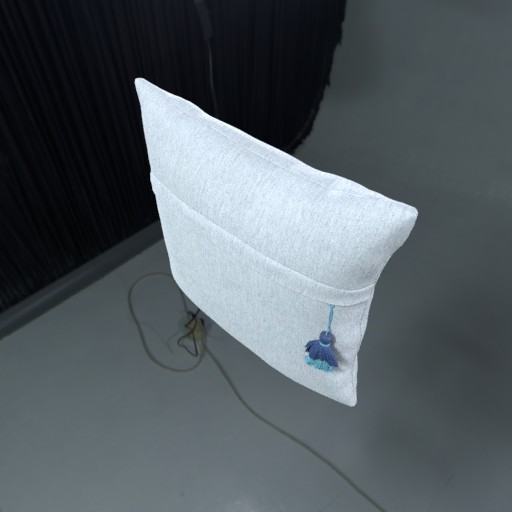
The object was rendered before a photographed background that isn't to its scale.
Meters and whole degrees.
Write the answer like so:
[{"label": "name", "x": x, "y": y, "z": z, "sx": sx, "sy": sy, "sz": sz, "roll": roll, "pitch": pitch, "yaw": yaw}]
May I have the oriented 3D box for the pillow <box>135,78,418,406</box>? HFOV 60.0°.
[{"label": "pillow", "x": 0.000, "y": 0.000, "z": 0.682, "sx": 0.433, "sy": 0.436, "sz": 0.173, "roll": 33, "pitch": 55, "yaw": 28}]
